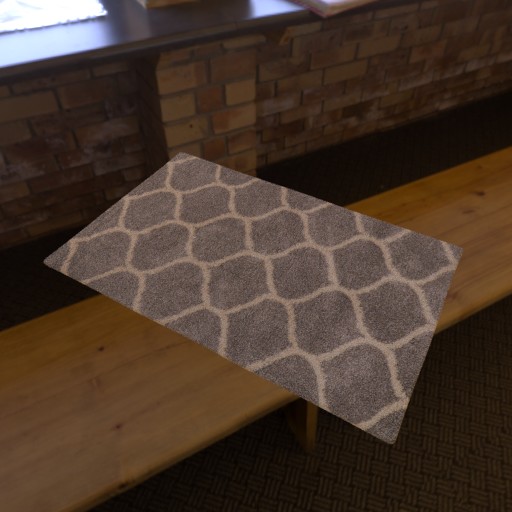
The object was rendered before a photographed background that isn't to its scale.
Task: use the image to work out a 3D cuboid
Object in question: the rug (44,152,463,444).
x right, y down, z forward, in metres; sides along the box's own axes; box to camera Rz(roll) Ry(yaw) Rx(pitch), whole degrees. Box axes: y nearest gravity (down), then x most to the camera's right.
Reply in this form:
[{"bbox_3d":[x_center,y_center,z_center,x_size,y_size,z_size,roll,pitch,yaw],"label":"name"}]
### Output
[{"bbox_3d":[0.000,0.000,2.927,2.348,0.025,1.501,22,50,20],"label":"rug"}]
